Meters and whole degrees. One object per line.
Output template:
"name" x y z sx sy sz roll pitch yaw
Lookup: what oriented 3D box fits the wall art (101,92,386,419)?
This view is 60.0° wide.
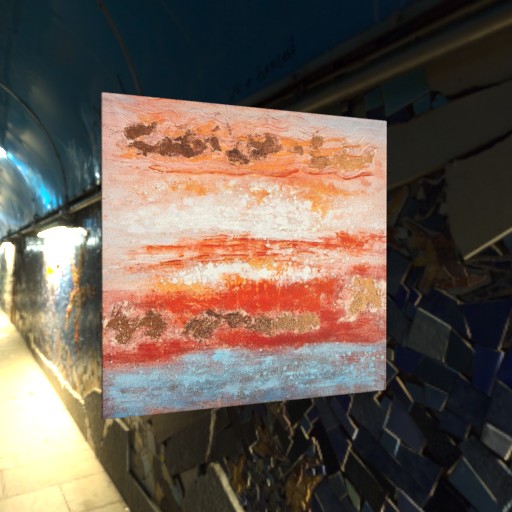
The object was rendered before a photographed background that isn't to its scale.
"wall art" 0.000 0.000 1.134 0.747 0.747 0.035 0 0 -17
